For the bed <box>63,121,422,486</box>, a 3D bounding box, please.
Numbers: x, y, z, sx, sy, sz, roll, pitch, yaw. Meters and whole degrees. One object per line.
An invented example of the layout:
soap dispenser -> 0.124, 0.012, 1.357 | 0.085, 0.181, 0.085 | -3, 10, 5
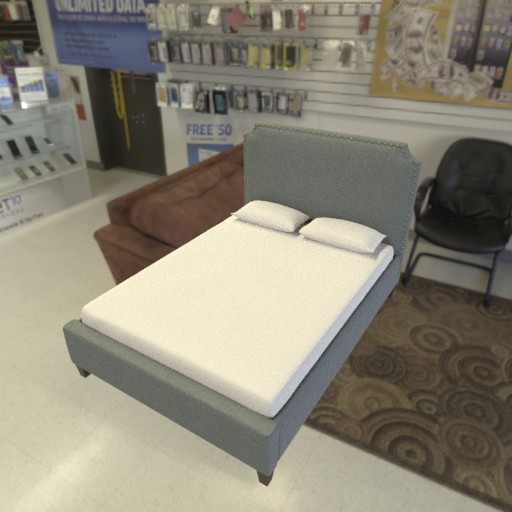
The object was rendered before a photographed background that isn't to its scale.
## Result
bed -> 0.000, 0.000, 3.404 | 1.712, 1.443, 2.372 | 18, 34, 28
